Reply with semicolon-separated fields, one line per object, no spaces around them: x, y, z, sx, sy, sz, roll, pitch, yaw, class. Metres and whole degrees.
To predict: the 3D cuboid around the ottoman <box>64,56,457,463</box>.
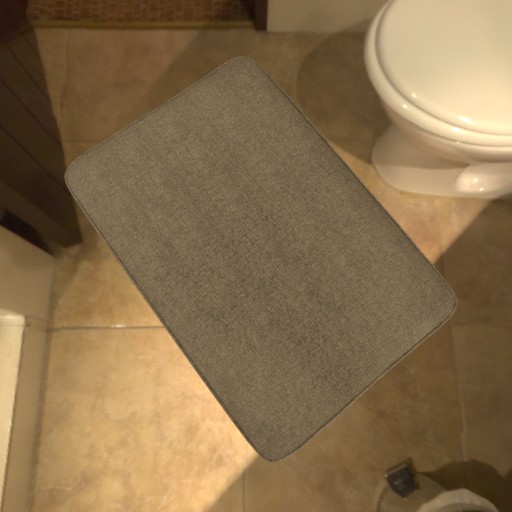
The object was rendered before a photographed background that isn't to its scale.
0.000;0.000;1.149;0.561;0.457;0.813;-37;78;-9;ottoman
